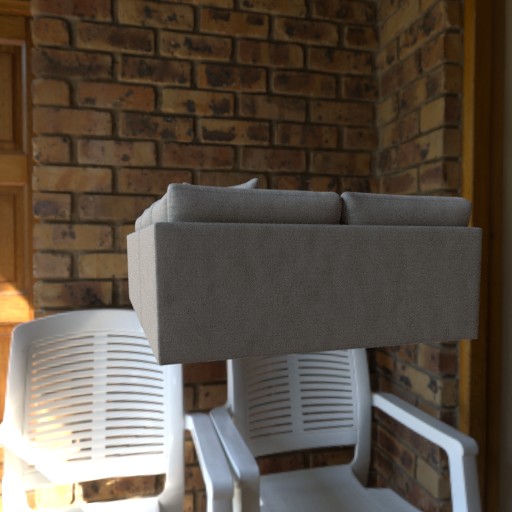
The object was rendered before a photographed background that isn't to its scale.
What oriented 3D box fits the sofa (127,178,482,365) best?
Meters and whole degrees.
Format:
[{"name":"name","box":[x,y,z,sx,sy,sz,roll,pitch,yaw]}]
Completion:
[{"name":"sofa","box":[0.000,0.000,3.770,1.994,0.978,2.896,0,2,-19]}]
